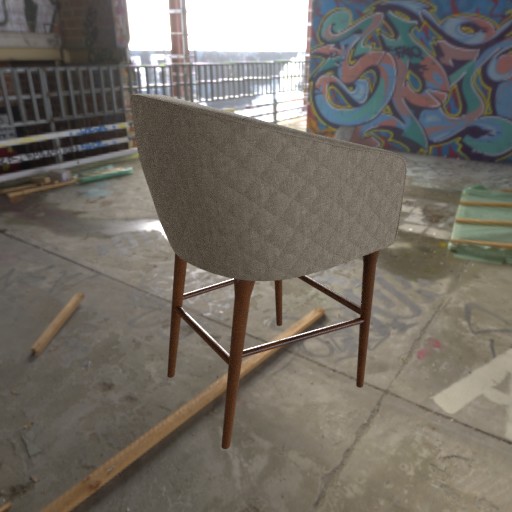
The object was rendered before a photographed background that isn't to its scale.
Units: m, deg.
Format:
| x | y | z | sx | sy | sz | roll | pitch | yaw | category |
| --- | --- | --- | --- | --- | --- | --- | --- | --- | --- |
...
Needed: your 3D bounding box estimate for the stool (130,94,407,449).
| x | y | z | sx | sy | sz | roll | pitch | yaw | category |
| --- | --- | --- | --- | --- | --- | --- | --- | --- | --- |
| 0.000 | 0.000 | 1.349 | 0.635 | 0.952 | 0.559 | -16 | 29 | -31 | stool |
